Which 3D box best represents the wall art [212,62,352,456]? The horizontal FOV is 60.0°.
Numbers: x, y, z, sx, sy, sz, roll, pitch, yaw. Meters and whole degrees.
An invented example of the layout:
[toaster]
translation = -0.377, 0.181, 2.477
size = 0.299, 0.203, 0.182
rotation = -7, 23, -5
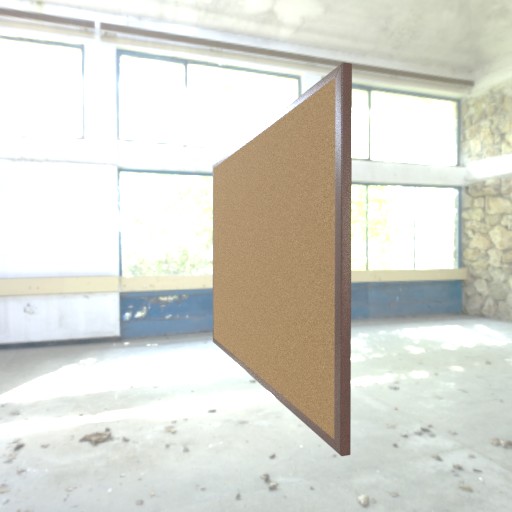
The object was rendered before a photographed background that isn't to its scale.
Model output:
[wall art]
translation = 0.000, 0.000, 0.826
size = 0.014, 0.455, 0.660
rotation = 0, 1, -19
